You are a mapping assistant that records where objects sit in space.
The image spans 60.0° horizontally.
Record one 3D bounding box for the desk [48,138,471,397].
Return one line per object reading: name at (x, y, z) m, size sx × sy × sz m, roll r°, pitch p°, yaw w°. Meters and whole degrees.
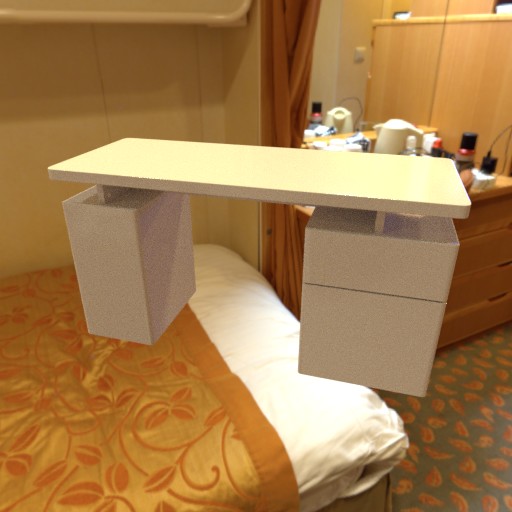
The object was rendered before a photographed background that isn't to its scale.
desk at (0.000, 0.000, 1.800) m, size 1.400 × 0.762 × 0.550 m, roll 7°, pitch 27°, yaw 14°
